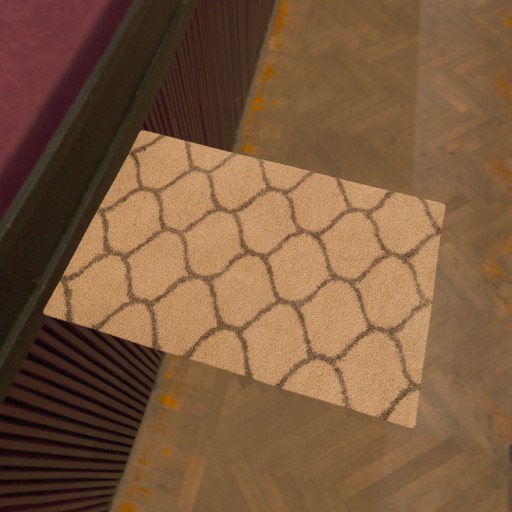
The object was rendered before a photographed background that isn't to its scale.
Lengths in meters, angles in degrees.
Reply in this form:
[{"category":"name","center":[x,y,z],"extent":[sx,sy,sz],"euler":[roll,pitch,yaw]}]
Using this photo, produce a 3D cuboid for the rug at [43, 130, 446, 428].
[{"category":"rug","center":[0.000,0.000,3.424],"extent":[2.701,0.026,1.801],"euler":[15,65,7]}]
